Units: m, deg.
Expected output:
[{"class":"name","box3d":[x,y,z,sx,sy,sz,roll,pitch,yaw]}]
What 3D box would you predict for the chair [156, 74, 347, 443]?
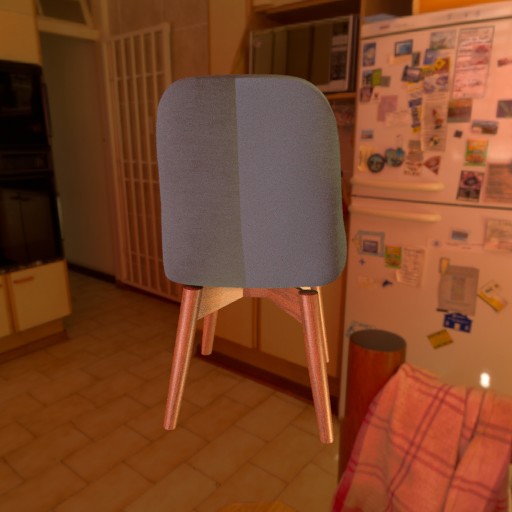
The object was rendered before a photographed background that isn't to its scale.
[{"class":"chair","box3d":[0.000,0.000,1.245,0.503,0.882,0.589,2,15,7]}]
